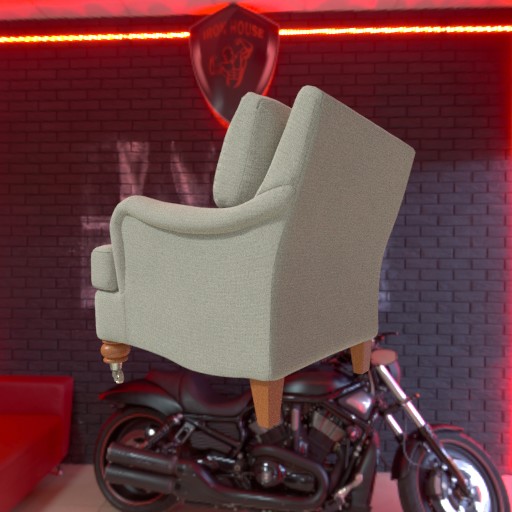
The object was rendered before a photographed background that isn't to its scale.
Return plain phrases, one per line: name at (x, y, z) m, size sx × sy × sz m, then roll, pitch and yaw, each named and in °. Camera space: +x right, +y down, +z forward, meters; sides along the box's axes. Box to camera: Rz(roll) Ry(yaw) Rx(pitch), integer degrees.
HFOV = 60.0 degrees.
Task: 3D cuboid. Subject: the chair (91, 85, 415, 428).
chair at (0.000, 0.000, 1.859) m, size 1.070 × 1.038 × 0.955 m, roll 1°, pitch 1°, yaw 36°
